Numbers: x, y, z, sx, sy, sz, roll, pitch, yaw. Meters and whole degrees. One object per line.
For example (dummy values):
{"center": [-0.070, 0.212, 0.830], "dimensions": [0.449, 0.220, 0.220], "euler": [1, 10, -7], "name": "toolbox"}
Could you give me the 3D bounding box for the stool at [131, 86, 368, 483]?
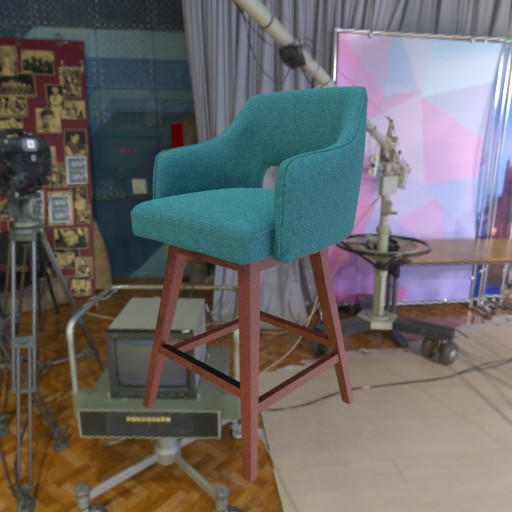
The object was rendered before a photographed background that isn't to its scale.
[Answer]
{"center": [0.000, 0.000, 1.304], "dimensions": [0.548, 0.961, 0.556], "euler": [14, 21, 41], "name": "stool"}
